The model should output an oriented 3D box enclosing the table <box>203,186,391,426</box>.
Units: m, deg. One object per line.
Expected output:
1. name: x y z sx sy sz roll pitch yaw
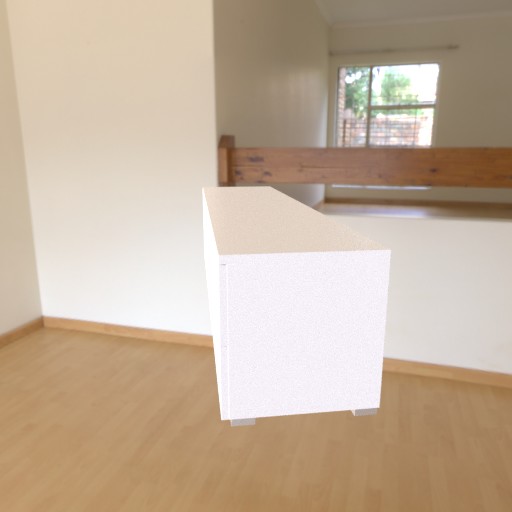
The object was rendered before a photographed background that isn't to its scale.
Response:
1. table: 0.000 0.000 1.816 0.390 0.420 1.650 -2 14 -8
